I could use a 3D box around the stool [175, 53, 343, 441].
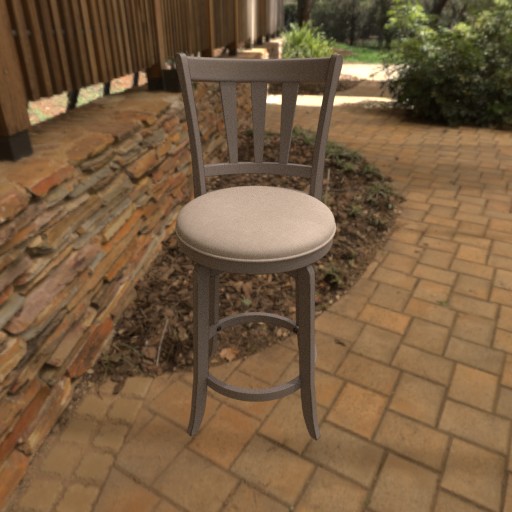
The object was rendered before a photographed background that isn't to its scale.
[{"bbox_3d":[0.000,0.000,1.256,0.436,1.023,0.475,1,29,2],"label":"stool"}]
